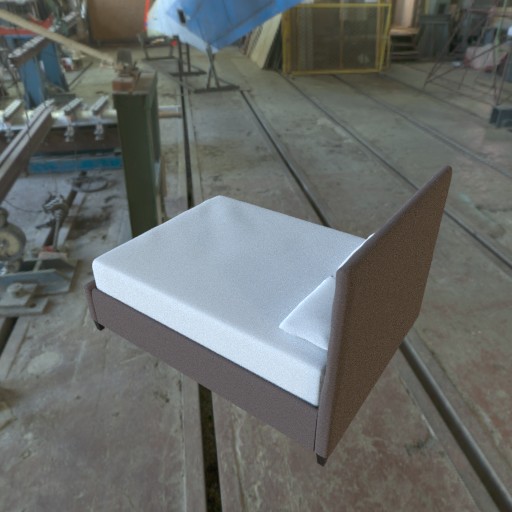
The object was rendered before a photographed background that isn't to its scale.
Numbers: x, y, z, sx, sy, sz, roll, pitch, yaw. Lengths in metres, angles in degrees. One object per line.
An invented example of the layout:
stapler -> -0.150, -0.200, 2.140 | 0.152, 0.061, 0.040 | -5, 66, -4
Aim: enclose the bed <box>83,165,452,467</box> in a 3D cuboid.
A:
bed -> 0.000, 0.000, 3.433 | 2.233, 1.426, 1.696 | 20, 37, 30
